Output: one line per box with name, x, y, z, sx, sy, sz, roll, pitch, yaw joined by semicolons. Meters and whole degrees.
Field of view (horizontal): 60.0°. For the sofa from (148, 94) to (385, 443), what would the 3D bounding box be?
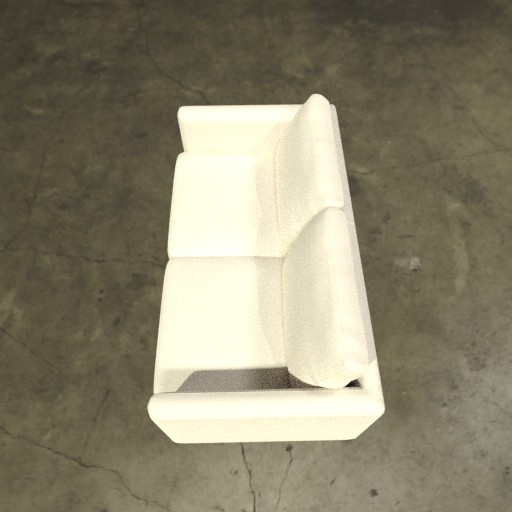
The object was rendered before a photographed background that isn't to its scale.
sofa;0.000;0.000;2.297;0.940;0.893;1.713;-1;58;-1
